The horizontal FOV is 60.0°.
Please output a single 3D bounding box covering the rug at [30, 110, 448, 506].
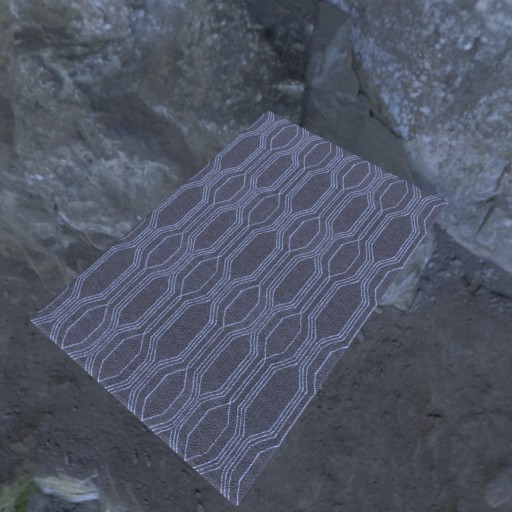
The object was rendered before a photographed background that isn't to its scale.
[{"bbox_3d":[0.000,0.000,2.238,1.239,0.012,1.836,33,63,19],"label":"rug"}]
